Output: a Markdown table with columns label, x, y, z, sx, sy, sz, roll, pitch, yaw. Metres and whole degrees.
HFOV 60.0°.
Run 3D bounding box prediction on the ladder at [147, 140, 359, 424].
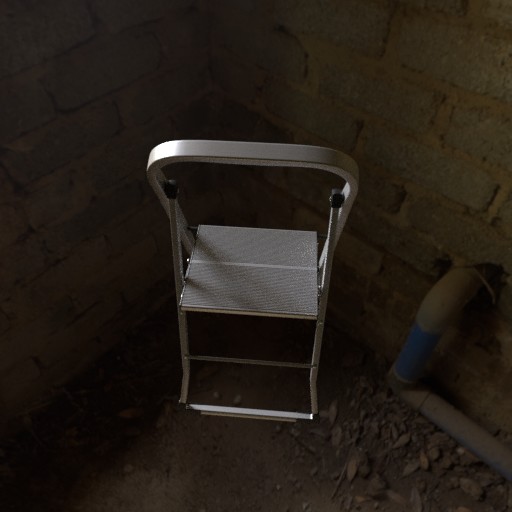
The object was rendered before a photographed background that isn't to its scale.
| label | x | y | z | sx | sy | sz | roll | pitch | yaw |
| --- | --- | --- | --- | --- | --- | --- | --- | --- | --- |
| ladder | 0.000 | 0.000 | 1.155 | 0.465 | 0.830 | 0.530 | 4 | 48 | 3 |
